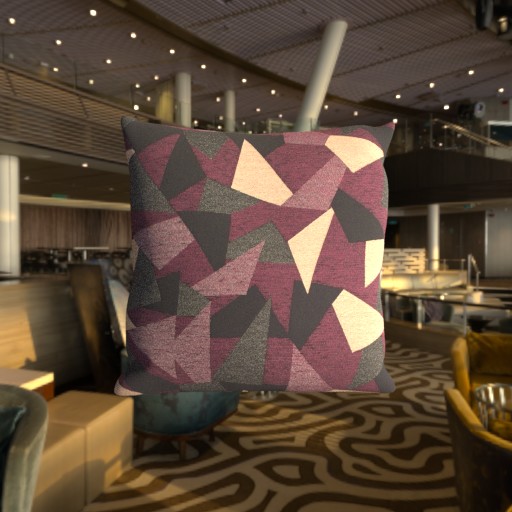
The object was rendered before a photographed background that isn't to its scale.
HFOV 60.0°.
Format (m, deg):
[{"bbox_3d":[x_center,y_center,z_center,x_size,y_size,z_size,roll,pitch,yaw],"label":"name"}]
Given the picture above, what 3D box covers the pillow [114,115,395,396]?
[{"bbox_3d":[0.000,0.000,0.786,0.503,0.496,0.208,0,1,-2],"label":"pillow"}]
